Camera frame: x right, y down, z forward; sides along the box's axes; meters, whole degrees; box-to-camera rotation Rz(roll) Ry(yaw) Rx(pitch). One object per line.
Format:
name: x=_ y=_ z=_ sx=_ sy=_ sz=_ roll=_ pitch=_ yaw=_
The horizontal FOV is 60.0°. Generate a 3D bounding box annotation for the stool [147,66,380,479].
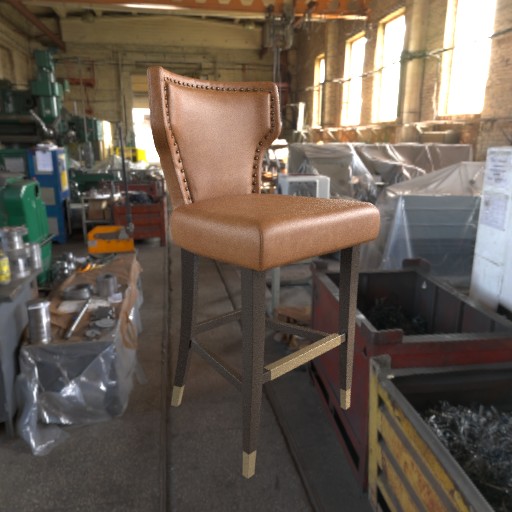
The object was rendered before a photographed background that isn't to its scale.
stool: x=0.000 y=0.000 z=1.388 sx=0.526 sy=1.092 sz=0.563 roll=-14 pitch=20 yaw=-43
